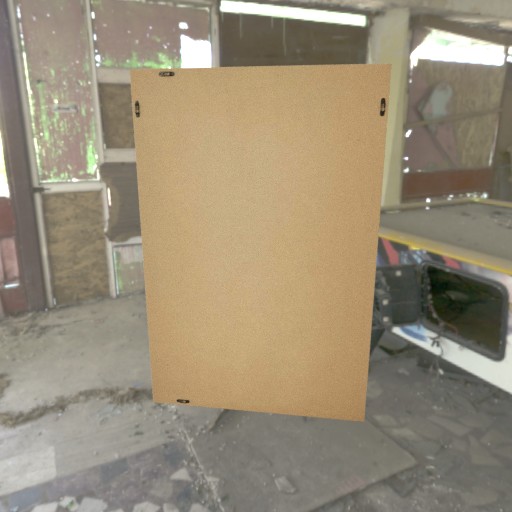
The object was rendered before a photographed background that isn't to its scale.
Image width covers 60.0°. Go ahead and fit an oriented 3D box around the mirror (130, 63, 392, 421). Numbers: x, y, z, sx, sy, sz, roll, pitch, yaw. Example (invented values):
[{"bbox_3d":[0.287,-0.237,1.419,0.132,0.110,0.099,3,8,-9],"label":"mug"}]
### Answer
[{"bbox_3d":[0.000,0.000,1.158,0.609,0.914,0.041,2,16,8],"label":"mirror"}]
